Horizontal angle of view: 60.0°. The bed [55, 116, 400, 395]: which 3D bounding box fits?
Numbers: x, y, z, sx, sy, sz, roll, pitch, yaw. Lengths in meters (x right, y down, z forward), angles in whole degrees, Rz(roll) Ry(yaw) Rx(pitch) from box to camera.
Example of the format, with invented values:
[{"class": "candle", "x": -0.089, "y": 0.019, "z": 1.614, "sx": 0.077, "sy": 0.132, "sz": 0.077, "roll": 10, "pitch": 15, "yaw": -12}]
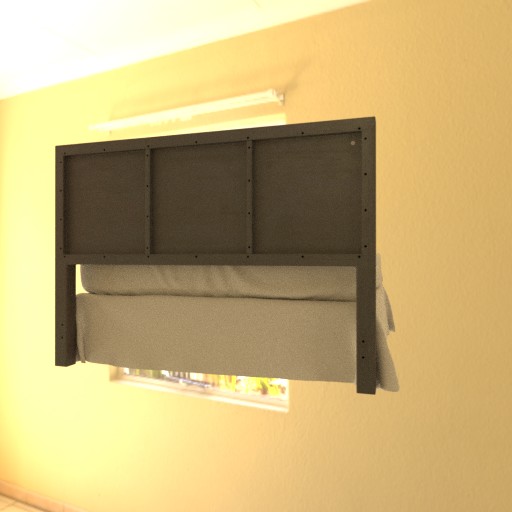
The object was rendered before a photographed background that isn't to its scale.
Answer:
[{"class": "bed", "x": 0.000, "y": 0.000, "z": 2.902, "sx": 1.772, "sy": 1.142, "sz": 1.785, "roll": 0, "pitch": 0, "yaw": 17}]
